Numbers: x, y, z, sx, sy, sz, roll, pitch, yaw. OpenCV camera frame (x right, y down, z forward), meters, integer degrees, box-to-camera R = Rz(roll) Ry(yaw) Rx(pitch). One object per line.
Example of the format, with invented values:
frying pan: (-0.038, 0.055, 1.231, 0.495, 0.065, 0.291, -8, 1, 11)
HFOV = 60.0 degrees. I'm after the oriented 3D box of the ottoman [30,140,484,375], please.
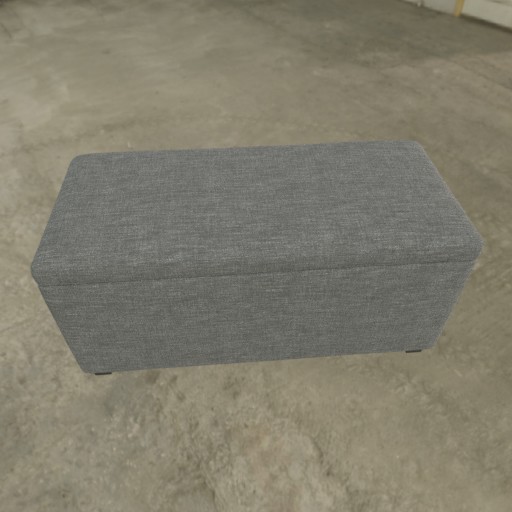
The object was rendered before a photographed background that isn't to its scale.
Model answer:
ottoman: (0.000, 0.000, 1.117, 0.902, 0.432, 0.419, -3, 45, -3)
